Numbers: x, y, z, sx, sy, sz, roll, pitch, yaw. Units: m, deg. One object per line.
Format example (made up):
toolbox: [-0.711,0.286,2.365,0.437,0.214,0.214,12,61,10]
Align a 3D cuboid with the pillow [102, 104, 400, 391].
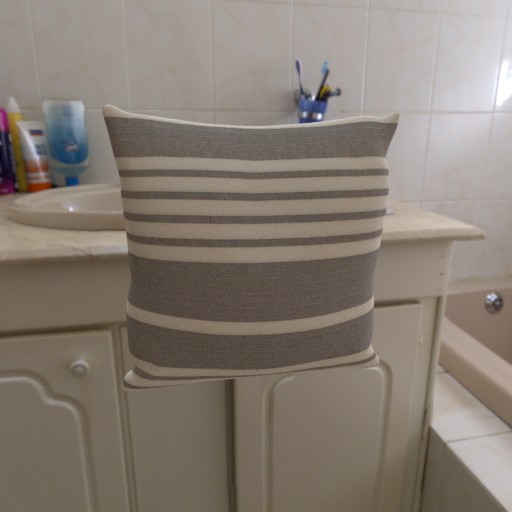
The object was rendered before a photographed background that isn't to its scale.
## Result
pillow: [0.000,0.000,0.685,0.439,0.440,0.182,-3,16,-9]
